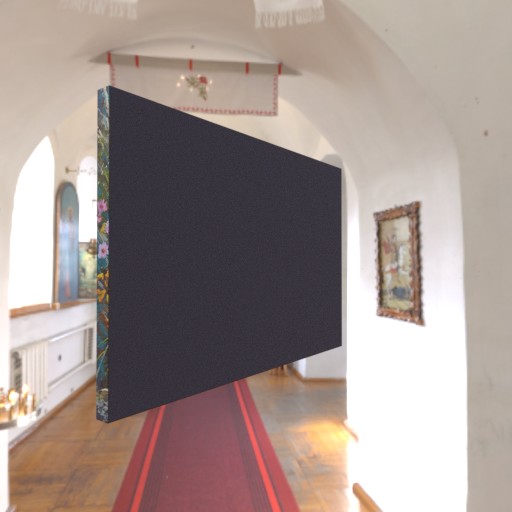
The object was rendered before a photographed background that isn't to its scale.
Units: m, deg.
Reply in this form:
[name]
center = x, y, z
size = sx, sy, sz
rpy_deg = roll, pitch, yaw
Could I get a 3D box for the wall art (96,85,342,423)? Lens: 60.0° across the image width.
[wall art]
center = 0.000, 0.000, 1.161
size = 0.037, 0.604, 0.908
rpy_deg = 0, -1, 38
